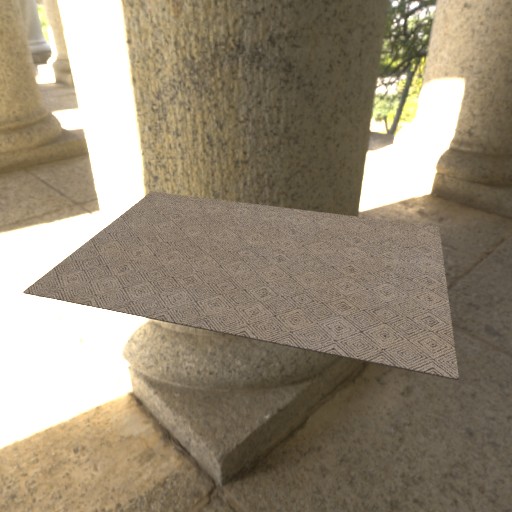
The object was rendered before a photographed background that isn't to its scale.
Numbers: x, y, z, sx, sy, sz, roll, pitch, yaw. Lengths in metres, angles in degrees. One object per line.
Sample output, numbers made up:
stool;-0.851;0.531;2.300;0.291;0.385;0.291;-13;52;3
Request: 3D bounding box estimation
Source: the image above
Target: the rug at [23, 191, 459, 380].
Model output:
rug;0.000;0.000;2.204;1.783;0.008;1.175;9;32;14
